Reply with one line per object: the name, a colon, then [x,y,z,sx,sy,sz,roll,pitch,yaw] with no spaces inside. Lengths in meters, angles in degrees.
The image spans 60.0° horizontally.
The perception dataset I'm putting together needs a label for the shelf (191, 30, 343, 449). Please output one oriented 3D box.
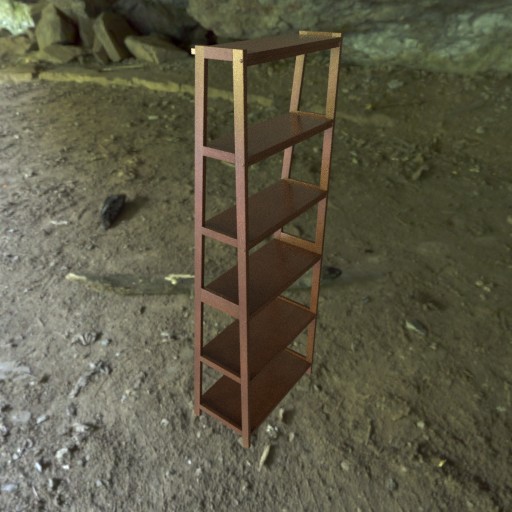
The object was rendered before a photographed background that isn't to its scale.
shelf: [0.000,0.000,2.126,0.382,1.892,0.660,21,37,30]
